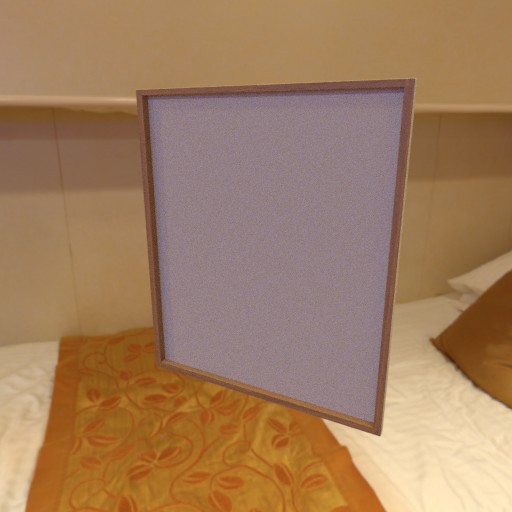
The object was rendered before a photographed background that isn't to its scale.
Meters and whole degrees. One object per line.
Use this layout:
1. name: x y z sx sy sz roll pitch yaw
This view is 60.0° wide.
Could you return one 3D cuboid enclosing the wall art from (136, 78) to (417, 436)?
1. wall art: 0.000 0.000 0.984 0.609 0.710 0.021 9 19 27
